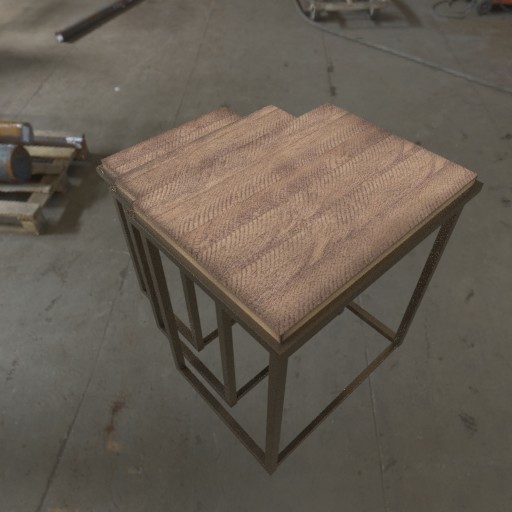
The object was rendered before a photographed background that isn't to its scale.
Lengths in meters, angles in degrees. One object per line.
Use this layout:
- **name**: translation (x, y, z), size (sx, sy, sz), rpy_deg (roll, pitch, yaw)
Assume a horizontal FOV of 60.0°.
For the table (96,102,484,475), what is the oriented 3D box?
- **table**: translation (0.000, 0.000, 1.120), size (0.559, 0.610, 0.706), rpy_deg (-34, 56, -27)
